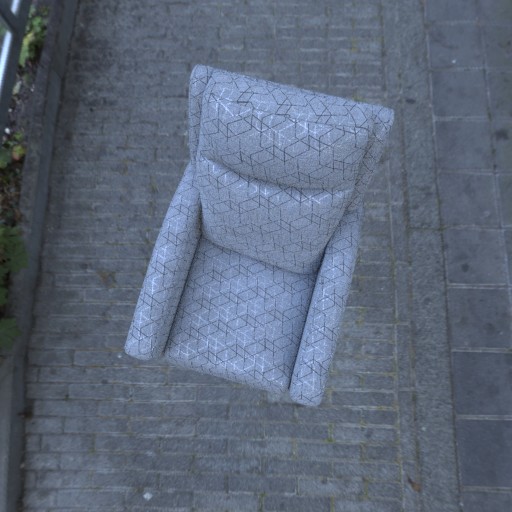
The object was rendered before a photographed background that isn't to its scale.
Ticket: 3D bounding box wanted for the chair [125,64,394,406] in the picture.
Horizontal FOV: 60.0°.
[{"bbox_3d":[0.000,0.000,1.756,0.753,1.048,0.987,15,76,4],"label":"chair"}]
